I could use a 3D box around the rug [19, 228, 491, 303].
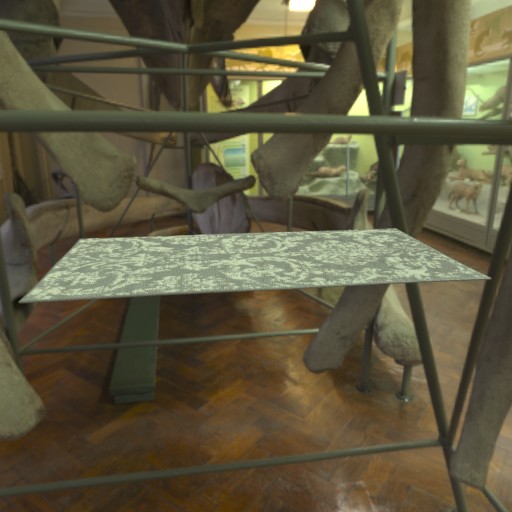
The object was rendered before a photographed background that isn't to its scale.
[{"bbox_3d":[0.000,0.000,1.415,1.219,0.007,0.604,-2,17,-8],"label":"rug"}]
